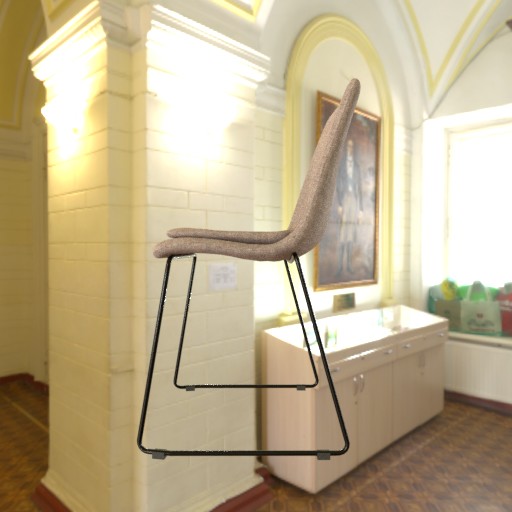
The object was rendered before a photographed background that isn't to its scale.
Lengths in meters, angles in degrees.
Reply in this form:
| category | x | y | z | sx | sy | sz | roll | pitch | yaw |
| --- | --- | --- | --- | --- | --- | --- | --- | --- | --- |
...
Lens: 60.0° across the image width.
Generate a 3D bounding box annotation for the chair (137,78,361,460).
| category | x | y | z | sx | sy | sz | roll | pitch | yaw |
| --- | --- | --- | --- | --- | --- | --- | --- | --- | --- |
| chair | 0.000 | 0.000 | 1.172 | 0.518 | 0.858 | 0.479 | 0 | 1 | 0 |
